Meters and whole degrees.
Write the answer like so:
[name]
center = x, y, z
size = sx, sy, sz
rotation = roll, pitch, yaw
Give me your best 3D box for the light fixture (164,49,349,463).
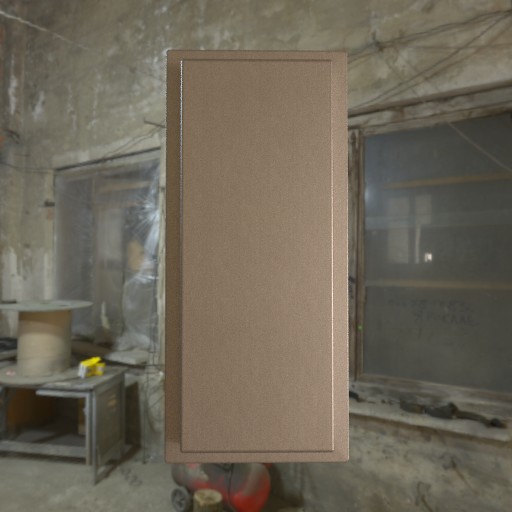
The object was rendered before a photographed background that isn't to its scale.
[light fixture]
center = 0.000, 0.000, 0.470
size = 0.168, 0.380, 0.160
rotation = 0, -1, -1
